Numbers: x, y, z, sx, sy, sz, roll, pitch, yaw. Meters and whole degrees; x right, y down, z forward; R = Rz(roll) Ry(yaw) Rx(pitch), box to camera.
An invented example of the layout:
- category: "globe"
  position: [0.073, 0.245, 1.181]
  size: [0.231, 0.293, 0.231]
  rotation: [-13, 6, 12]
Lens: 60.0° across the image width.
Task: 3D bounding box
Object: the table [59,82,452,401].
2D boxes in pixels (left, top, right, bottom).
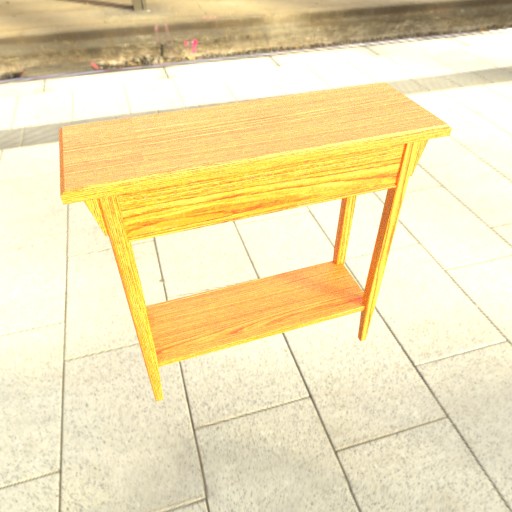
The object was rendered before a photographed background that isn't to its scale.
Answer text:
- category: "table"
  position: [0.000, 0.000, 1.137]
  size: [0.762, 0.711, 0.254]
  rotation: [-13, 43, -14]
